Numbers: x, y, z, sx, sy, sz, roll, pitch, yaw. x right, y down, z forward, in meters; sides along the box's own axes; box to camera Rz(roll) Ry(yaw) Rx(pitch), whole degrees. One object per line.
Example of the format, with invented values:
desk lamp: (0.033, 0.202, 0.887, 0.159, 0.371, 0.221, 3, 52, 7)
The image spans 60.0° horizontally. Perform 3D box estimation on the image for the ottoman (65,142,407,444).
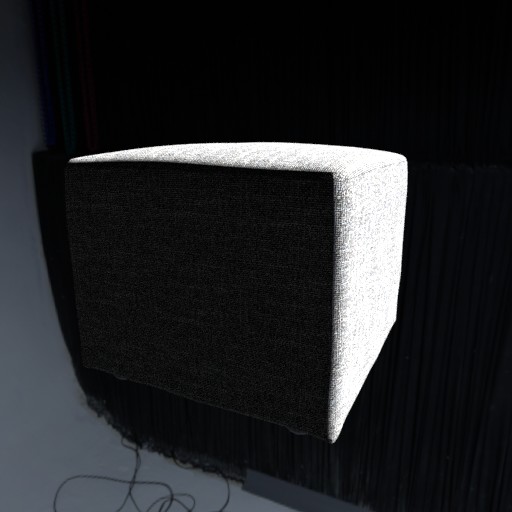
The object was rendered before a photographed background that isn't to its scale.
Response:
ottoman: (0.000, 0.000, 0.916, 0.512, 0.453, 0.521, 7, 17, 26)
